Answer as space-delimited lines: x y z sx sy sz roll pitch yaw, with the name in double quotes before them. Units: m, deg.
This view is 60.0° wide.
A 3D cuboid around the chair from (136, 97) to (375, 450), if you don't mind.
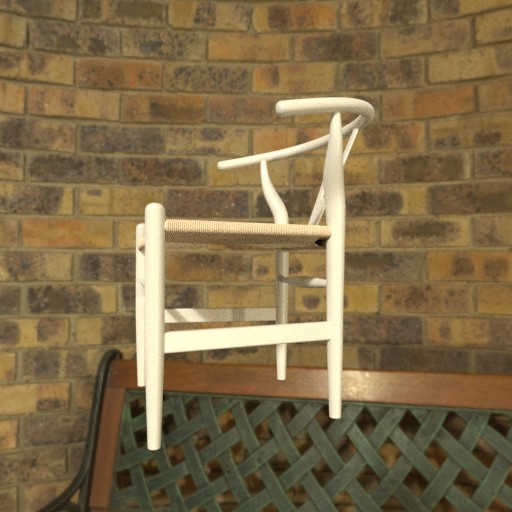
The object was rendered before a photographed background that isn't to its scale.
"chair" 0.000 0.000 1.132 0.579 0.730 0.569 0 -1 -17
